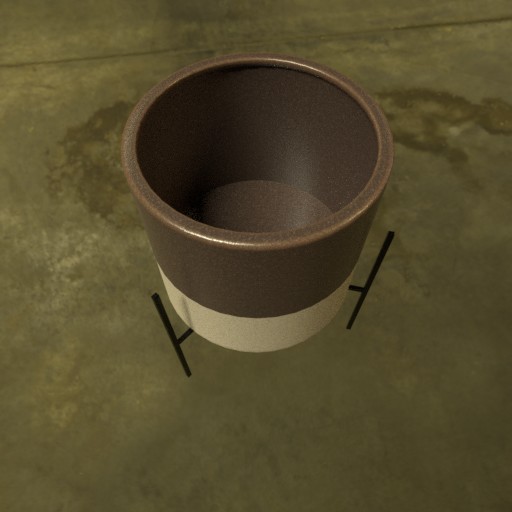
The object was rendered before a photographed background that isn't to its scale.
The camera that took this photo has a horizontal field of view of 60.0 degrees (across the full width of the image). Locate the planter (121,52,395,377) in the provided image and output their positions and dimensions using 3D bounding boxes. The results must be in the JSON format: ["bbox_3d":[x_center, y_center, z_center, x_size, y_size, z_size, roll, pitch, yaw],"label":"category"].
[{"bbox_3d":[0.000,0.000,0.520,0.250,0.353,0.260,32,63,18],"label":"planter"}]
